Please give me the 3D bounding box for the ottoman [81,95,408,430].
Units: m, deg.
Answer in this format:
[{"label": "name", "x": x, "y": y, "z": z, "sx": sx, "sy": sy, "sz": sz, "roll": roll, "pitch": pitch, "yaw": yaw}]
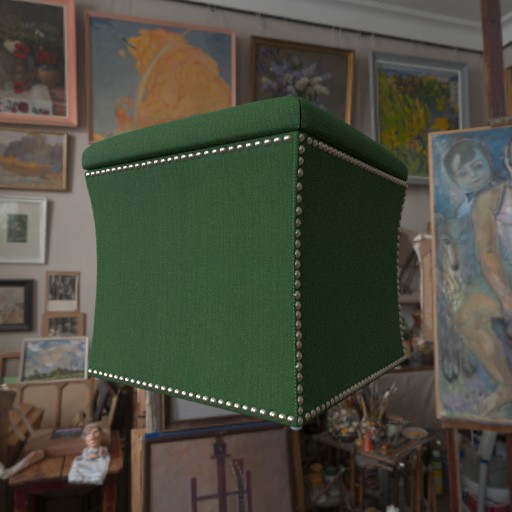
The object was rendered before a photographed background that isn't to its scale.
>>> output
[{"label": "ottoman", "x": 0.000, "y": 0.000, "z": 0.905, "sx": 0.497, "sy": 0.475, "sz": 0.507, "roll": 0, "pitch": -1, "yaw": 35}]
